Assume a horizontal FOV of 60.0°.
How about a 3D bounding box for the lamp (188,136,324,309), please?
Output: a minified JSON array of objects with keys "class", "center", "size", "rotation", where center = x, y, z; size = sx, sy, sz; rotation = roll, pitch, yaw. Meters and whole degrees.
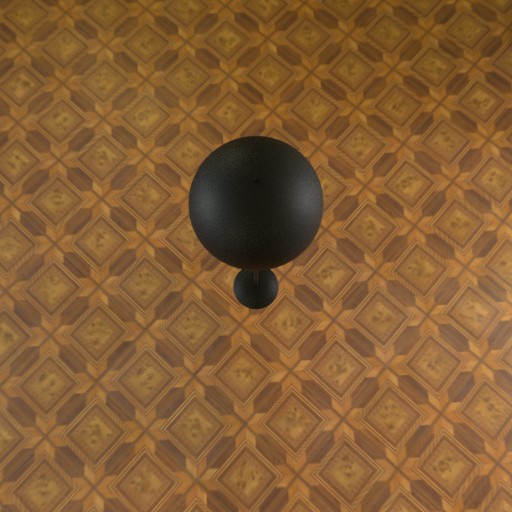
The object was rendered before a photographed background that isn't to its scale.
[{"class":"lamp","center":[0.000,0.000,1.638],"size":[0.328,1.480,0.328],"rotation":[41,80,8]}]
